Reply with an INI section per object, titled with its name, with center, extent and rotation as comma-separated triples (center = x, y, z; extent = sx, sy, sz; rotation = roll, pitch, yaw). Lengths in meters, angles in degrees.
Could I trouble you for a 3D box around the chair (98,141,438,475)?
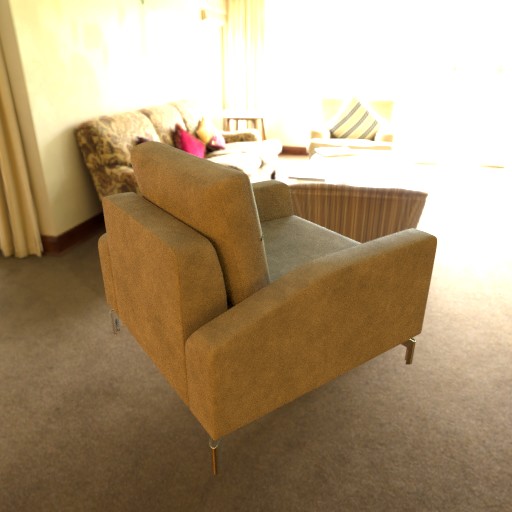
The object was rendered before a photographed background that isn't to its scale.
[chair]
center = 0.000, 0.000, 1.626
extent = 0.900, 0.800, 0.900
rotation = -16, 29, -31
